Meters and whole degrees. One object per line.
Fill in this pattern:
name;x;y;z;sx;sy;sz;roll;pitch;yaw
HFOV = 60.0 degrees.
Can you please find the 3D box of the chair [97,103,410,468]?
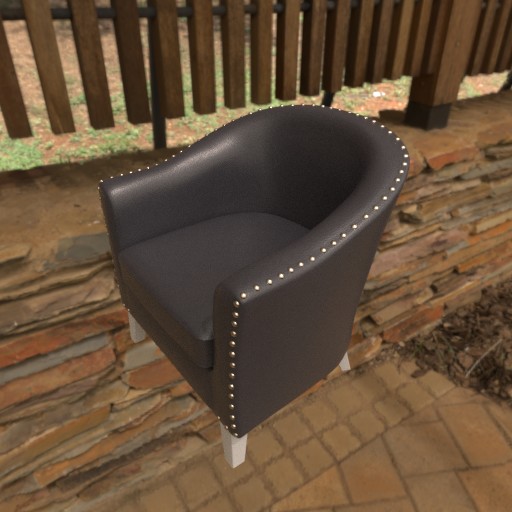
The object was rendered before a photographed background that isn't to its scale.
chair;0.000;0.000;1.436;0.748;0.823;0.794;-22;38;-31
